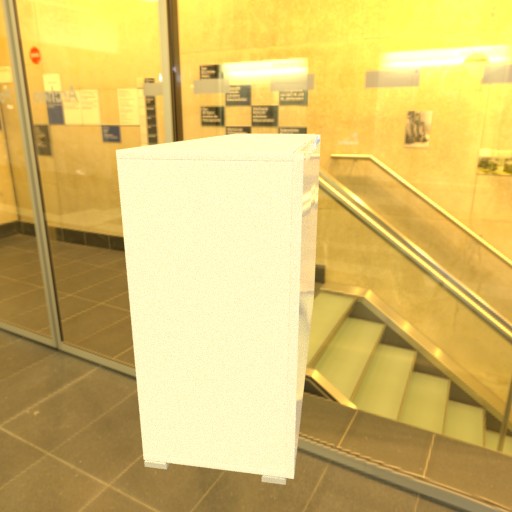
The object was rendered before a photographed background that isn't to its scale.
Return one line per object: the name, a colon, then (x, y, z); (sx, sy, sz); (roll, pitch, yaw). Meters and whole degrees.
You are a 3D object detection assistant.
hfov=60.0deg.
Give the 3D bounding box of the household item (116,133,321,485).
household item: (0.000, 0.000, 1.699); (0.420, 0.867, 1.300); (3, 17, 9)
